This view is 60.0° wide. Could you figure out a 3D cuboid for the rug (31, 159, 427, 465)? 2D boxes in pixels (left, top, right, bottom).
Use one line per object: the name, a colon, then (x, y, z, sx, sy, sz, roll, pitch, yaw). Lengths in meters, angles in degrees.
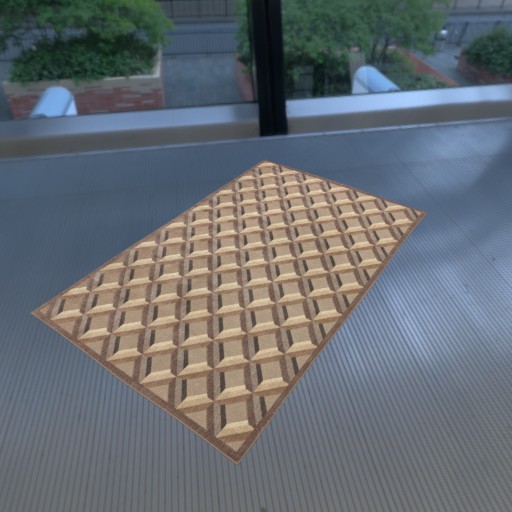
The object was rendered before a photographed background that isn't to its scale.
rug: (0.000, 0.000, 2.088, 1.066, 0.011, 1.677, 24, 45, 27)
